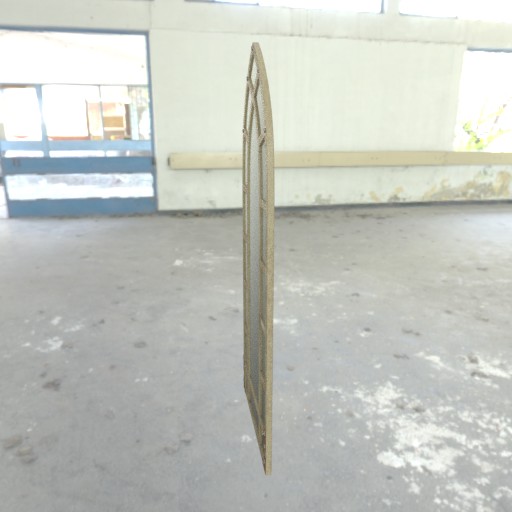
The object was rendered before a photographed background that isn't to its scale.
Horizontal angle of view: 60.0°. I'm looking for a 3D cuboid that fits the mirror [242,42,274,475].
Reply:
[{"bbox_3d":[0.000,0.000,1.332,0.025,1.175,0.464,-3,16,-9],"label":"mirror"}]
